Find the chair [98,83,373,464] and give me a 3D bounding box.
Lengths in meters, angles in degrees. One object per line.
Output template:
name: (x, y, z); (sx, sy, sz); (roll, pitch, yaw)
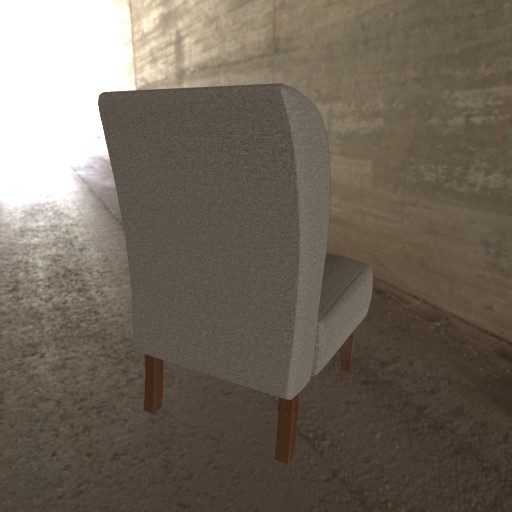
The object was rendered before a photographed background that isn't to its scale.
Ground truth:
chair: (0.000, 0.000, 1.180); (0.513, 0.804, 0.592); (9, 19, 27)
